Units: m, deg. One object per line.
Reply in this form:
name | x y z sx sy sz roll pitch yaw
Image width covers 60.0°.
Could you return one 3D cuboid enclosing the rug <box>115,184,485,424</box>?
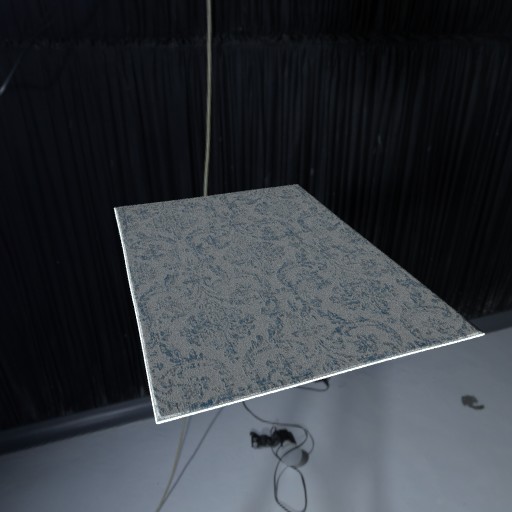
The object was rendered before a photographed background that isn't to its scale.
rug | 0.000 0.000 2.822 1.586 0.014 2.197 -10 31 -17
